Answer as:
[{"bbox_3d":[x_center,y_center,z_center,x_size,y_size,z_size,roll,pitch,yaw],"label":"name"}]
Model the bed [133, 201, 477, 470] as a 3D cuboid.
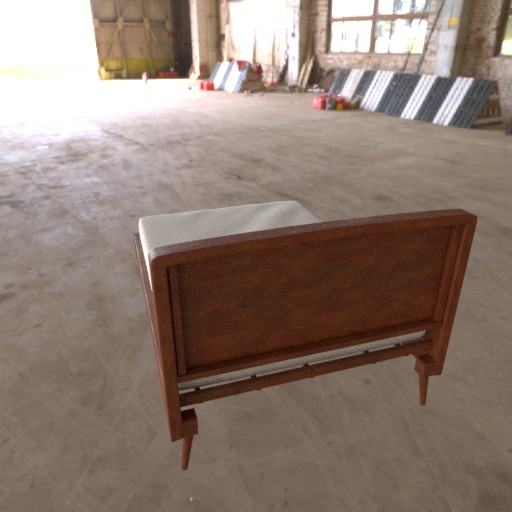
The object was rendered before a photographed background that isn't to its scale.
[{"bbox_3d":[0.000,0.000,3.159,1.587,1.275,2.196,-8,27,-16],"label":"bed"}]
